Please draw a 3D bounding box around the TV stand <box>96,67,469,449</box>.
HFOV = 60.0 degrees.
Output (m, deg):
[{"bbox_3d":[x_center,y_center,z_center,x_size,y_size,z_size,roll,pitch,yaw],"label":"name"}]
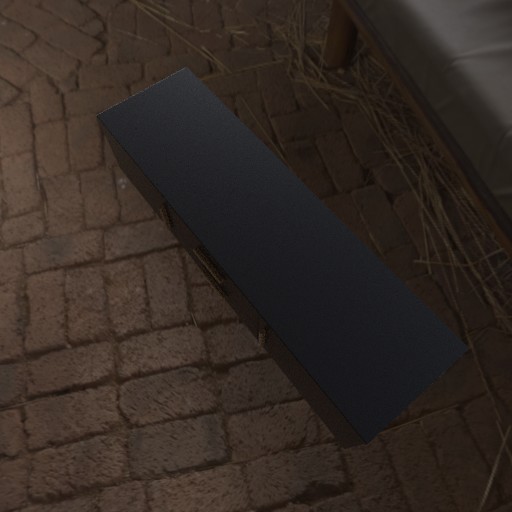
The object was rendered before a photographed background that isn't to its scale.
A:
[{"bbox_3d":[0.000,0.000,1.562,0.390,0.518,1.312,-35,69,-16],"label":"TV stand"}]
